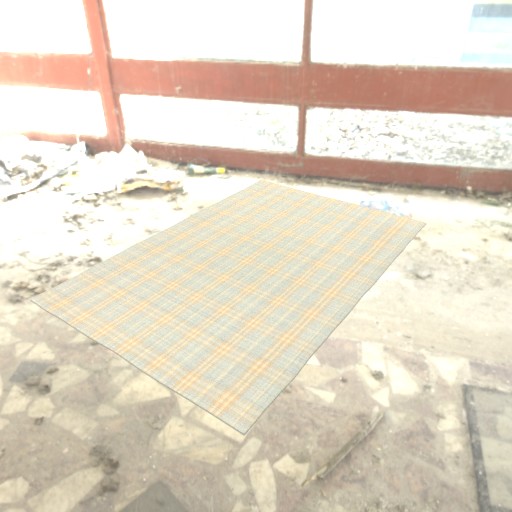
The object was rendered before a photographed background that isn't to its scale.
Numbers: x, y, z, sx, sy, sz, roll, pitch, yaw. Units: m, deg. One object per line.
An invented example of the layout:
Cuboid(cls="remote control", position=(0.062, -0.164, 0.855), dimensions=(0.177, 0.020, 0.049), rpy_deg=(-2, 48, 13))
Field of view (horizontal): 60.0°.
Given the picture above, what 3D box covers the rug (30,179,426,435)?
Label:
Cuboid(cls="rug", position=(0.000, 0.000, 2.346), dimensions=(1.231, 0.012, 1.835), rpy_deg=(20, 36, 30))
